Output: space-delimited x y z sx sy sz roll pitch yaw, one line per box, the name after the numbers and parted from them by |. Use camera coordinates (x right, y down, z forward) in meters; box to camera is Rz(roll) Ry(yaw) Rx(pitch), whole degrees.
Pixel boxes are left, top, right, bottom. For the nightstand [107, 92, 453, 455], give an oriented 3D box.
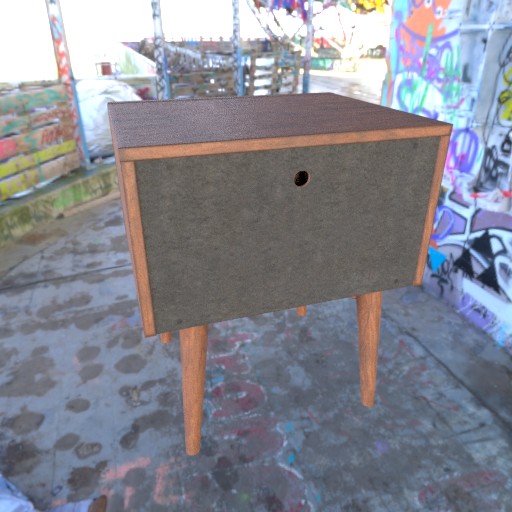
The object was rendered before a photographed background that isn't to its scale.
0.000 0.000 0.963 0.521 0.607 0.445 -9 28 -16 | nightstand
